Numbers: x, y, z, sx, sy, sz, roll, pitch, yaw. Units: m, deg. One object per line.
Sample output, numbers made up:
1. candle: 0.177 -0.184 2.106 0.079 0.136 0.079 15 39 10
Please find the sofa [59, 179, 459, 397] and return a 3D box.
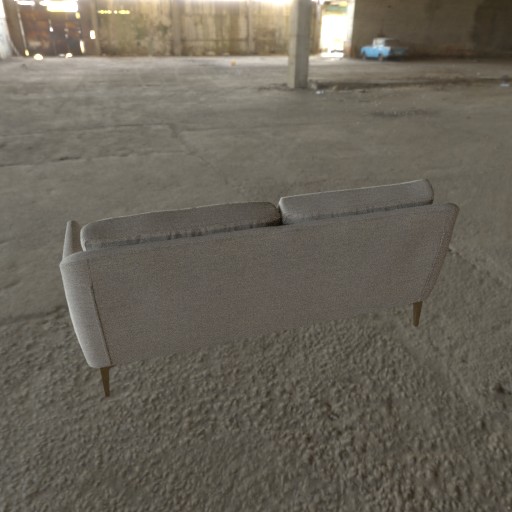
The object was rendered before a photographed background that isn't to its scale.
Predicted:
1. sofa: 0.000 0.000 2.553 2.036 0.913 0.980 -9 28 -17
